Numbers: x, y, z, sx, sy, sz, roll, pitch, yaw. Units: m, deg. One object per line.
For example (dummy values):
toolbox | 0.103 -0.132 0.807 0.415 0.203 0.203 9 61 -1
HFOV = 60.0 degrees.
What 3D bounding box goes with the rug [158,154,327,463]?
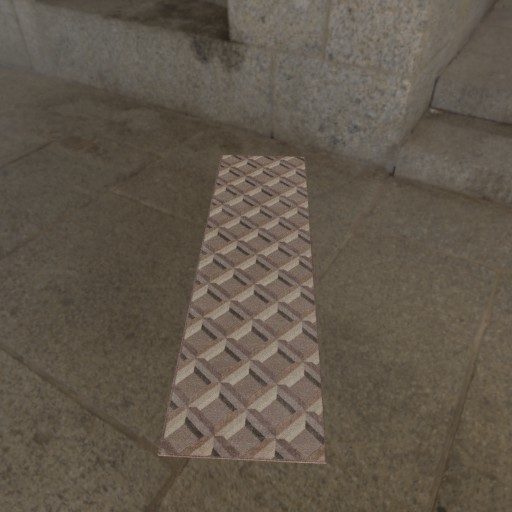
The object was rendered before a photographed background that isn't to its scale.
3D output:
rug | 0.000 0.000 2.679 0.685 0.013 2.437 2 42 2
